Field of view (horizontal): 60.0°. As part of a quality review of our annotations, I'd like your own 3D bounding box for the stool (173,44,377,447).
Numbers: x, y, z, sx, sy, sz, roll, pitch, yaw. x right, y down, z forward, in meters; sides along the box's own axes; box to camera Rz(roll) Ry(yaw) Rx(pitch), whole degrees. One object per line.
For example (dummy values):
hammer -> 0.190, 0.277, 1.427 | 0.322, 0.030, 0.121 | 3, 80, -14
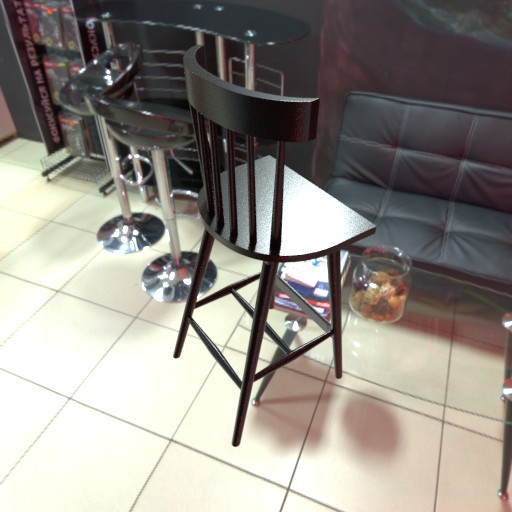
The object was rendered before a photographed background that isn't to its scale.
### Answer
stool -> 0.000, 0.000, 1.329 | 0.483, 1.092, 0.482 | -24, 46, -26
